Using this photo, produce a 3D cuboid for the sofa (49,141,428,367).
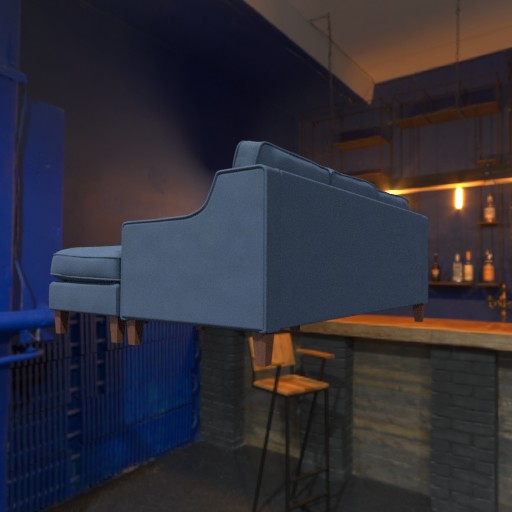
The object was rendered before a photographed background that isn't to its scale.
[{"bbox_3d":[0.000,0.000,3.360,1.858,1.066,2.317,-2,-2,38],"label":"sofa"}]
